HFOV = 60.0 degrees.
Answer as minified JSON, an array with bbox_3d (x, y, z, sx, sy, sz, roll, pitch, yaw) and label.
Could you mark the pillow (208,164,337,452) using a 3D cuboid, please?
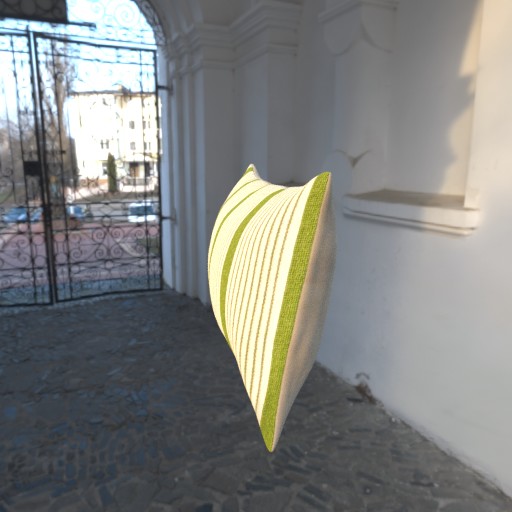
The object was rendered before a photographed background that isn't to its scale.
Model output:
[{"bbox_3d":[0.000,0.000,0.727,0.156,0.292,0.608,-2,12,-7],"label":"pillow"}]
